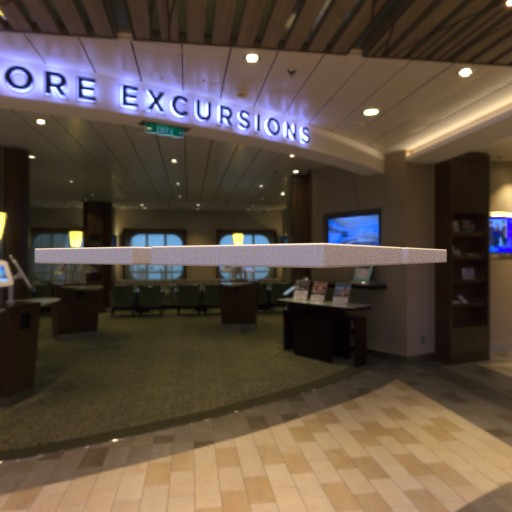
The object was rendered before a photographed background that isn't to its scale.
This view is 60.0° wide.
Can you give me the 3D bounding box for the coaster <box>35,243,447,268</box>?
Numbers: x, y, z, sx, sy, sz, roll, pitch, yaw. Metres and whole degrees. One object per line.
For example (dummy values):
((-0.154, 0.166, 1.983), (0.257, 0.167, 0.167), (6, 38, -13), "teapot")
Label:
((0.000, 0.000, 0.327), (0.219, 0.010, 0.214), (0, 0, 35), "coaster")
